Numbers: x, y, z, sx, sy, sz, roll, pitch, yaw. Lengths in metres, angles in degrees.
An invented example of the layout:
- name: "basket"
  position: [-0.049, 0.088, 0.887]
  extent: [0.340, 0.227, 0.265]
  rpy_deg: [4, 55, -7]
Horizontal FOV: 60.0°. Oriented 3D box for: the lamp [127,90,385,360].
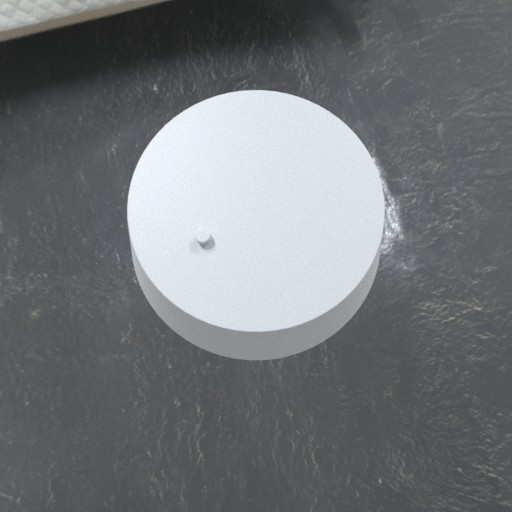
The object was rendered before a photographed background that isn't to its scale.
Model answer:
- name: "lamp"
  position: [0.000, 0.000, 0.623]
  extent: [0.291, 0.429, 0.291]
  rpy_deg: [0, 75, 0]
